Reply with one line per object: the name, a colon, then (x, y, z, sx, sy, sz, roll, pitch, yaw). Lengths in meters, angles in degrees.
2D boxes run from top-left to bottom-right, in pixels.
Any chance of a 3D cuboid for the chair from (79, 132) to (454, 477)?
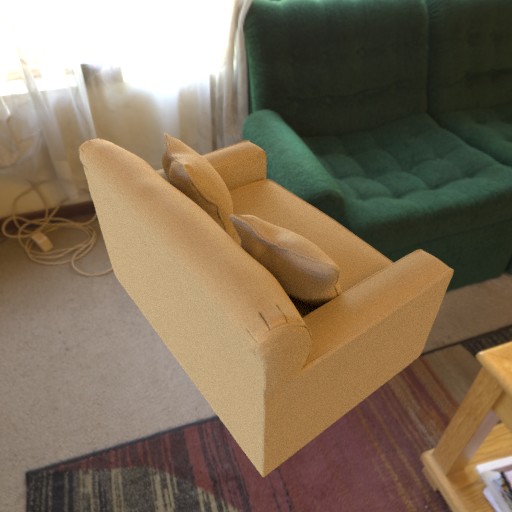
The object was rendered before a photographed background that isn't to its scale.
chair: (0.000, 0.000, 2.041, 1.000, 0.948, 1.383, -26, 47, -27)
